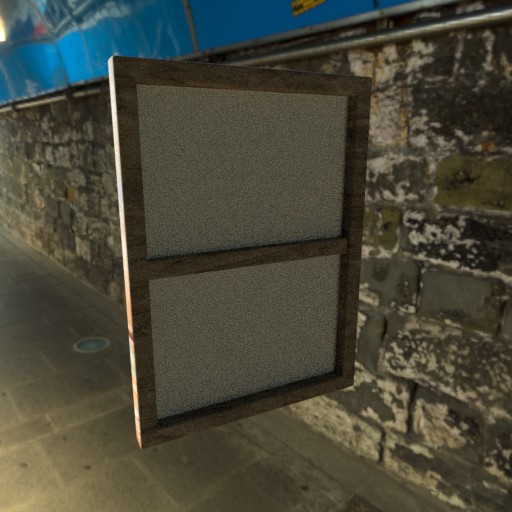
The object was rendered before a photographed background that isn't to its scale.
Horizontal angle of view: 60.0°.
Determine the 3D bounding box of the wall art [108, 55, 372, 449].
[{"bbox_3d":[0.000,0.000,0.770,0.443,0.605,0.035,-7,16,-26],"label":"wall art"}]
